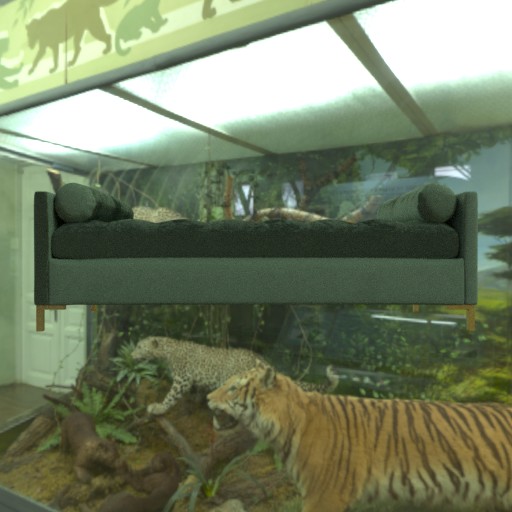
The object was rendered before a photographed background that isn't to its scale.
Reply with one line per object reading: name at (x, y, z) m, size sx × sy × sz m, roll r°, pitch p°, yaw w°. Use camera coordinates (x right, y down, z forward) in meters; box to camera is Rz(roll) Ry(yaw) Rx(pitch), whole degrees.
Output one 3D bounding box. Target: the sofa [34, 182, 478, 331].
sofa at (0.000, 0.000, 2.444) m, size 2.102 × 0.705 × 0.796 m, roll 0°, pitch 0°, yaw 0°
